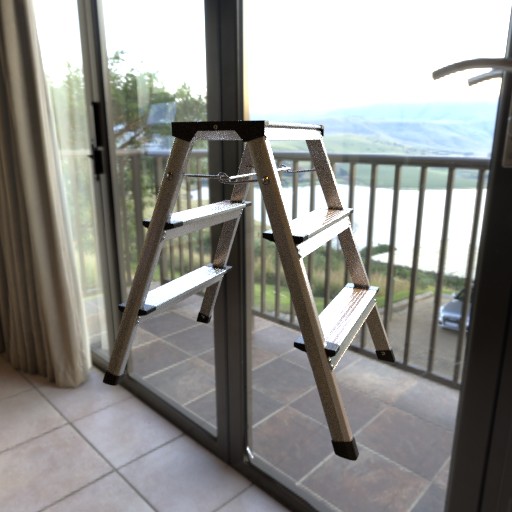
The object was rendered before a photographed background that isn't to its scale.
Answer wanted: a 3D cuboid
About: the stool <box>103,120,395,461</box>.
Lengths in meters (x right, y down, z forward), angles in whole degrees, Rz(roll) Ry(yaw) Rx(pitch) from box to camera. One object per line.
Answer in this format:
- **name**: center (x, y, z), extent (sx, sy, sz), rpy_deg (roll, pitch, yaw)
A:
- **stool**: center (0.000, 0.000, 1.055), extent (0.622, 0.605, 0.437), rpy_deg (7, 17, 25)
